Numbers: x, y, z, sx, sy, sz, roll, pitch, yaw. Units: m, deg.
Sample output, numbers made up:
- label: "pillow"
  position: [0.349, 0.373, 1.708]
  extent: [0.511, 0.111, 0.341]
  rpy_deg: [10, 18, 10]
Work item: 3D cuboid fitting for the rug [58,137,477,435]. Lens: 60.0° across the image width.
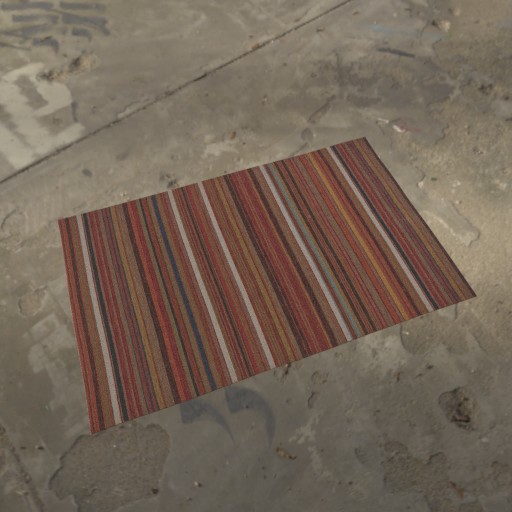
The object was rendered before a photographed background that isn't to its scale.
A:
- label: "rug"
  position: [0.000, 0.000, 2.975]
  extent: [2.438, 0.008, 1.523]
  rpy_deg: [-17, 60, -10]
